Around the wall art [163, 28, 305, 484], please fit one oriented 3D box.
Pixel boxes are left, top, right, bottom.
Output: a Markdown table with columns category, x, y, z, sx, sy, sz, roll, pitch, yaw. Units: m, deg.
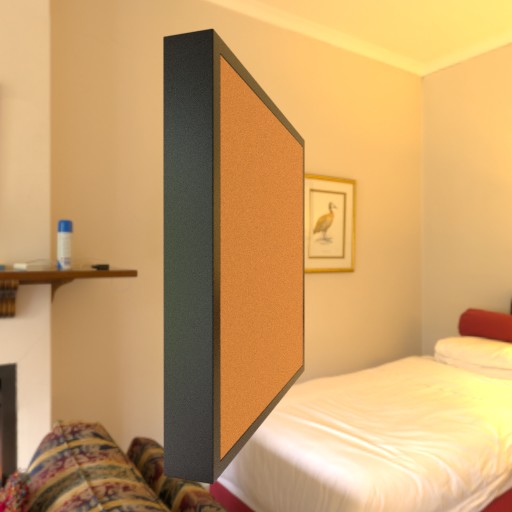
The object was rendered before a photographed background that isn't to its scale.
| category | x | y | z | sx | sy | sz | roll | pitch | yaw |
| --- | --- | --- | --- | --- | --- | --- | --- | --- | --- |
| wall art | 0.000 | 0.000 | 0.438 | 0.037 | 0.299 | 0.299 | 0 | 0 | 18 |
